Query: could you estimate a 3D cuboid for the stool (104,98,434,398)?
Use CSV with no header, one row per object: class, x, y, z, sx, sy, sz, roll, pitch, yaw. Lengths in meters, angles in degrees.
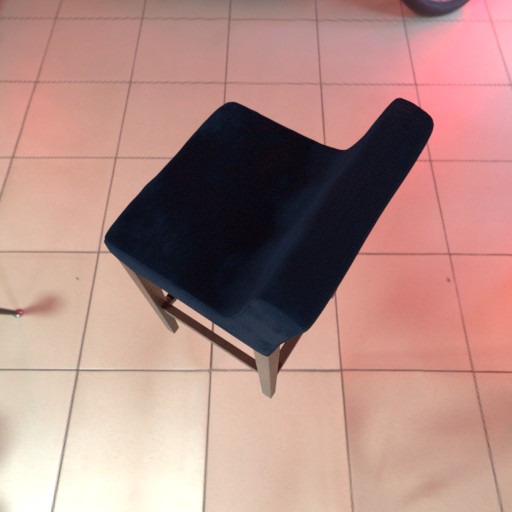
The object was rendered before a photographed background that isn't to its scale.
stool,0.000,0.000,1.217,0.516,0.945,0.511,30,68,14
